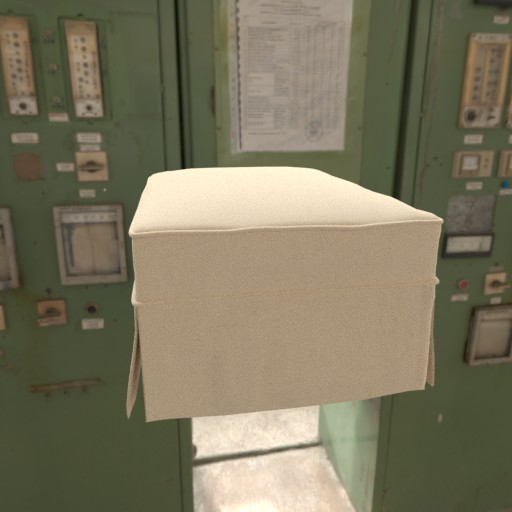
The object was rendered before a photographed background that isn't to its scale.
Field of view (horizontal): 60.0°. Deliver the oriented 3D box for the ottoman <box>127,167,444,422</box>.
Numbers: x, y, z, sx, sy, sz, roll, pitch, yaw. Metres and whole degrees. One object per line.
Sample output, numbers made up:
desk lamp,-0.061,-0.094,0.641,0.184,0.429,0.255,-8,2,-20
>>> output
ottoman,0.000,0.000,1.330,0.703,0.479,0.944,-3,18,-10
